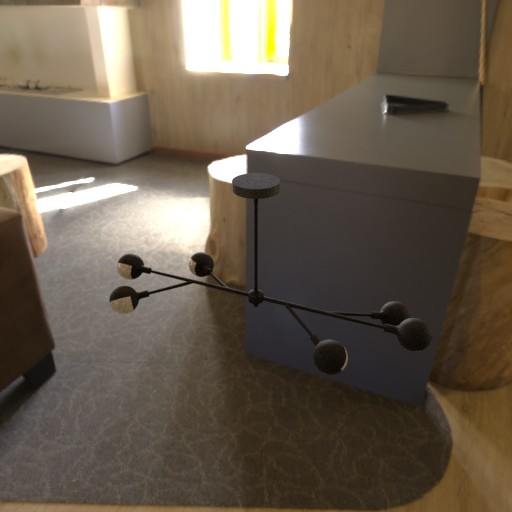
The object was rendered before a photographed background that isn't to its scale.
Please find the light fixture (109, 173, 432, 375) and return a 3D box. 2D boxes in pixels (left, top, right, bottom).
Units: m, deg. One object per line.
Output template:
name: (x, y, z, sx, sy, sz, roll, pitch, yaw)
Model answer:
light fixture: (0.000, 0.000, 1.017, 0.778, 0.362, 0.434, 21, 36, 33)
